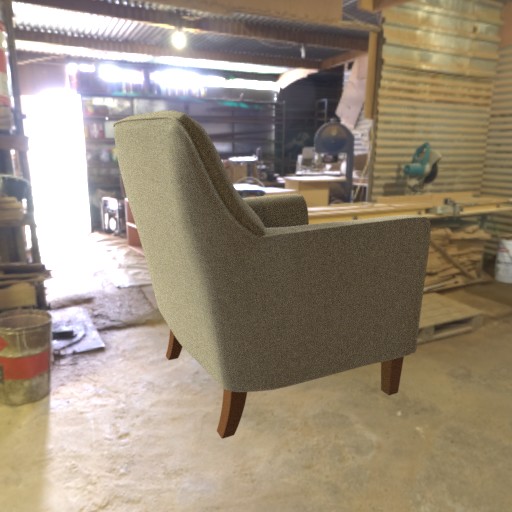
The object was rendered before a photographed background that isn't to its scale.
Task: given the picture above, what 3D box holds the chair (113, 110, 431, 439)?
[{"bbox_3d":[0.000,0.000,1.782,0.993,1.047,0.887,-7,16,-26],"label":"chair"}]
